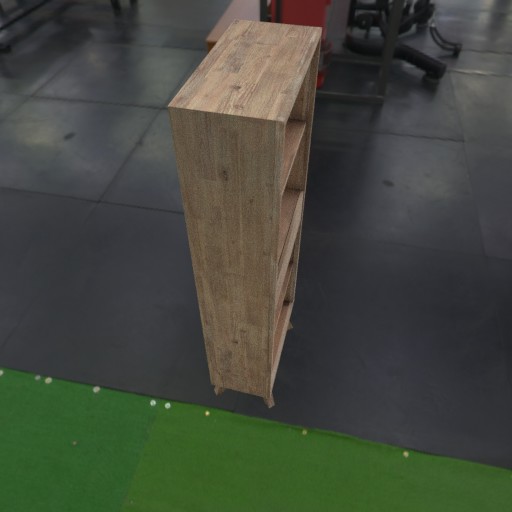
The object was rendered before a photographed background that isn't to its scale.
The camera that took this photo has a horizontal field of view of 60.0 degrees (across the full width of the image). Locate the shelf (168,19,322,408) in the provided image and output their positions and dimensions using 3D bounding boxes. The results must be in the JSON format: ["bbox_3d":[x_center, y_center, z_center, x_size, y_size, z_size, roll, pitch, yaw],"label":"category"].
[{"bbox_3d":[0.000,0.000,1.531,0.267,1.342,0.491,11,48,10],"label":"shelf"}]
